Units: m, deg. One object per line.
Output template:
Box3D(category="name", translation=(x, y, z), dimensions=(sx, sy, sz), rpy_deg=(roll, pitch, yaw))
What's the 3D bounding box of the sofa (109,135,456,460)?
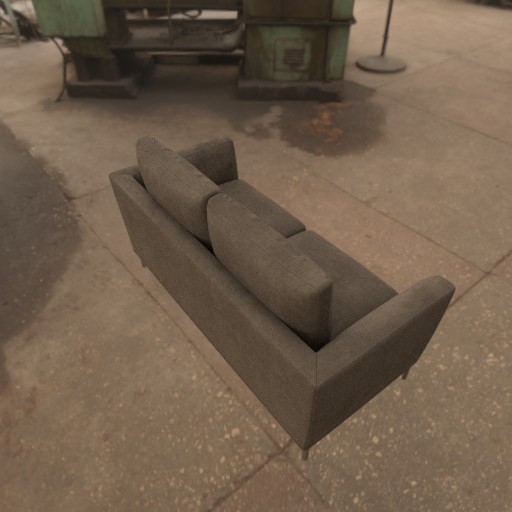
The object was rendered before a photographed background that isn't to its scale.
Box3D(category="sofa", translation=(0.000, 0.000, 2.447), dimensions=(0.855, 1.013, 1.832), rpy_deg=(-27, 48, -27))
